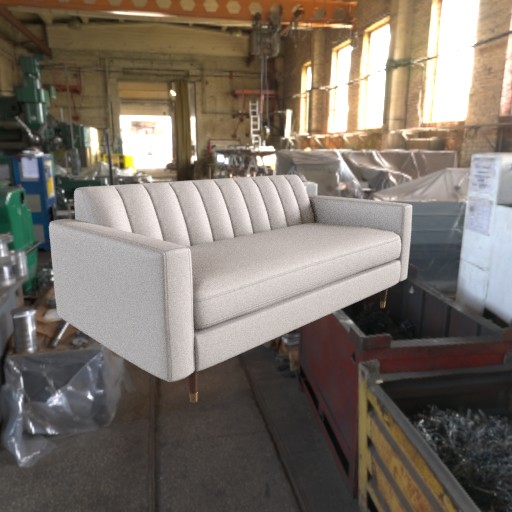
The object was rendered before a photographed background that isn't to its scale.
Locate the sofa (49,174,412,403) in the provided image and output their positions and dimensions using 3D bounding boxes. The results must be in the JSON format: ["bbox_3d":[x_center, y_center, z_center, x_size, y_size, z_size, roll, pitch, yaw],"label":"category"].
[{"bbox_3d":[0.000,0.000,2.486,0.969,0.814,1.895,13,19,43],"label":"sofa"}]
